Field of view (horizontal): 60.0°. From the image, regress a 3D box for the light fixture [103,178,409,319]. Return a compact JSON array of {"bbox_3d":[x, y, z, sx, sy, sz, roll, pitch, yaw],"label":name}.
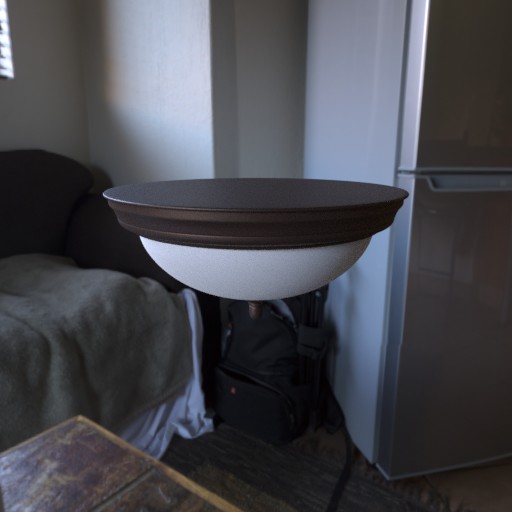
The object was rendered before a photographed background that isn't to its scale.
[{"bbox_3d":[0.000,0.000,0.443,0.280,0.135,0.280,0,14,0],"label":"light fixture"}]
